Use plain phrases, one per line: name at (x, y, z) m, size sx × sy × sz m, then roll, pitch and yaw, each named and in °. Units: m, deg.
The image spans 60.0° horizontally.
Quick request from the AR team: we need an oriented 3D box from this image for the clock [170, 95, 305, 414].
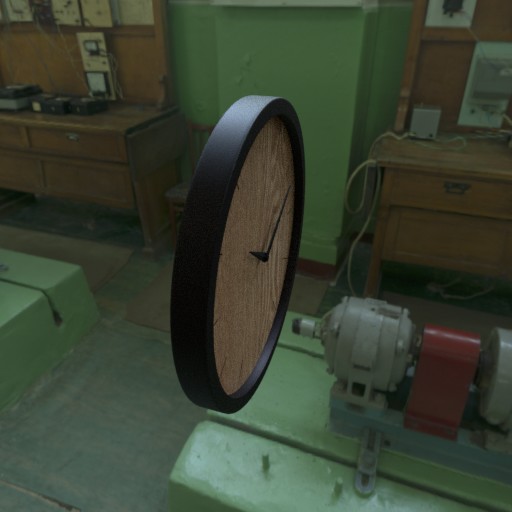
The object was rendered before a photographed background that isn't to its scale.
clock at (0.000, 0.000, 0.461) m, size 0.029 × 0.314 × 0.314 m, roll 10°, pitch 32°, yaw 16°
